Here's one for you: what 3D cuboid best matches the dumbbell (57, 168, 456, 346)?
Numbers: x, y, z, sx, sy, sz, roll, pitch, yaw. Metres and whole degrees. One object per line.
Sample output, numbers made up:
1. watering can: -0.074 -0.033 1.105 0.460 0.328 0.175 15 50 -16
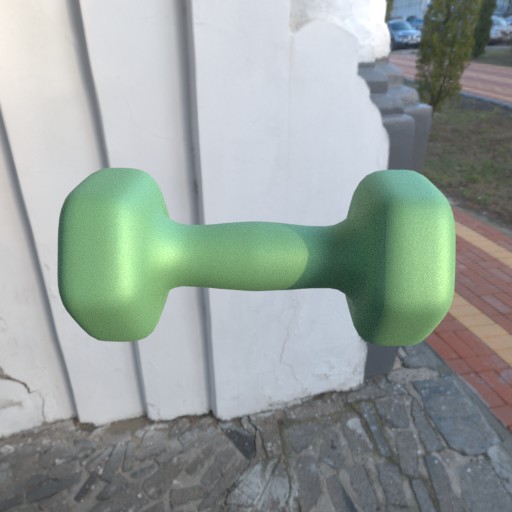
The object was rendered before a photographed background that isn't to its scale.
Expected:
1. dumbbell: 0.000 0.000 0.321 0.260 0.117 0.129 1 28 2
